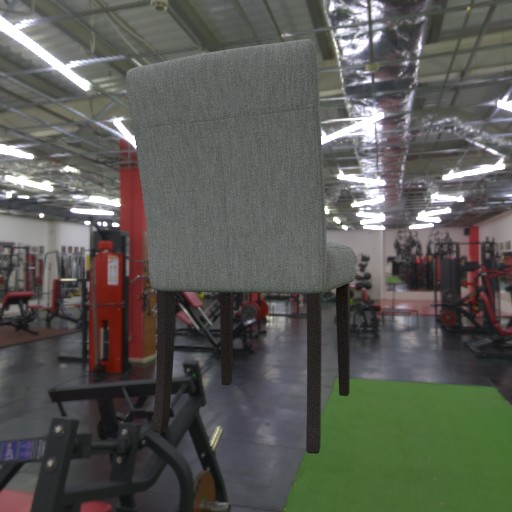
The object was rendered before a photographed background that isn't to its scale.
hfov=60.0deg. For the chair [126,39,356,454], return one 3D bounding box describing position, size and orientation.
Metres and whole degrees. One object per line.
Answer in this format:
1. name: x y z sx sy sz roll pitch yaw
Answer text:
1. chair: 0.000 0.000 1.228 0.487 0.884 0.629 0 -2 18
